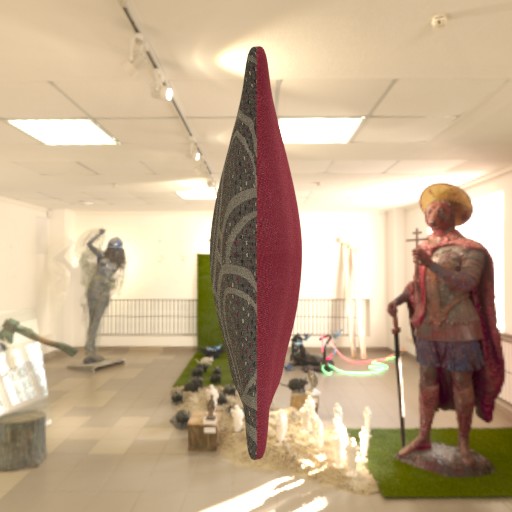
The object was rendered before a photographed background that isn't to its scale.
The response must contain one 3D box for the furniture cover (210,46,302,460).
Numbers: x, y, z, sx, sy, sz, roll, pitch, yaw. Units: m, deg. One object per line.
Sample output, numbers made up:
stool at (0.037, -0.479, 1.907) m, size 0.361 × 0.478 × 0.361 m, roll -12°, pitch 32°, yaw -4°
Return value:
furniture cover at (0.000, 0.000, 0.799) m, size 0.163 × 0.513 × 0.514 m, roll 0°, pitch -1°, yaw 0°
